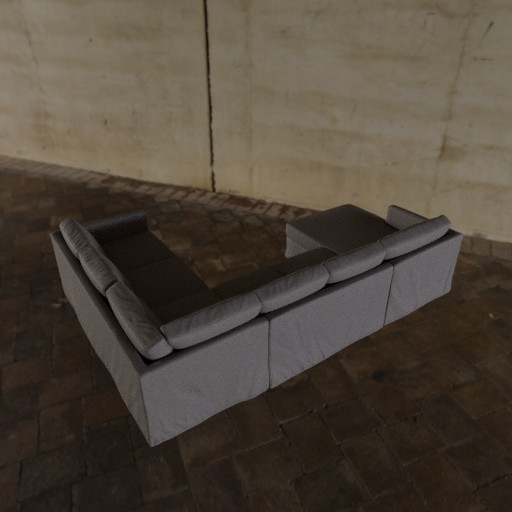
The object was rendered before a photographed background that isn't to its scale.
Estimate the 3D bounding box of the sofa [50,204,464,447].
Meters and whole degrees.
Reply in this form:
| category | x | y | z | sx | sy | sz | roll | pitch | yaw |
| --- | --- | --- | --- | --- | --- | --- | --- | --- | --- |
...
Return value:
| category | x | y | z | sx | sy | sz | roll | pitch | yaw |
| --- | --- | --- | --- | --- | --- | --- | --- | --- | --- |
| sofa | 0.000 | 0.000 | 4.627 | 3.528 | 0.878 | 2.476 | -19 | 36 | -29 |
